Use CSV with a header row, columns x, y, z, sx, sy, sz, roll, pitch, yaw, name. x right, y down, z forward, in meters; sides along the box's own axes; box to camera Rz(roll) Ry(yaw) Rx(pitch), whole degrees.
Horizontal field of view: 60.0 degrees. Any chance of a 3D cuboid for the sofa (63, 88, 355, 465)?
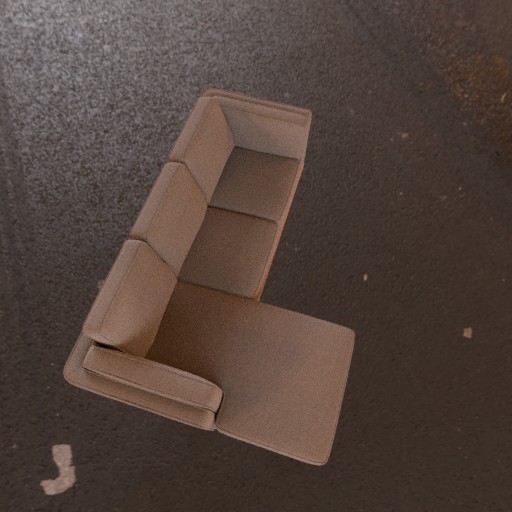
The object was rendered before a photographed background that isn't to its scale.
x,y,z,sx,sy,sz,roll,pitch,yaw,name
0.000,0.000,3.143,1.604,0.929,2.411,16,64,8,sofa
